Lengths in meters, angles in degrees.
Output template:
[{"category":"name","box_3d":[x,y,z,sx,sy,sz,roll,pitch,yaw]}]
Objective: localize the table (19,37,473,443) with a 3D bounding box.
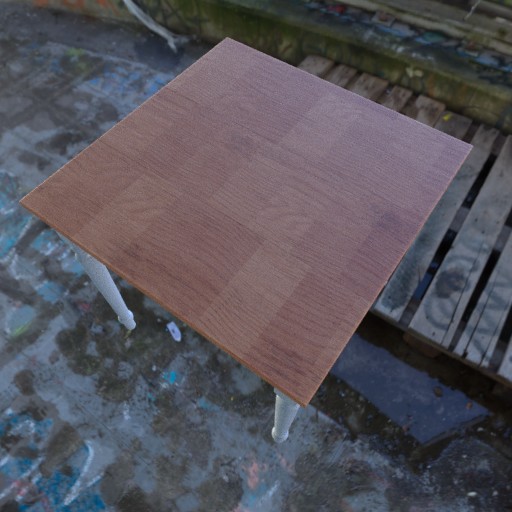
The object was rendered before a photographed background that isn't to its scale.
[{"category":"table","box_3d":[0.000,0.000,1.333,0.747,0.738,0.747,32,64,18]}]
